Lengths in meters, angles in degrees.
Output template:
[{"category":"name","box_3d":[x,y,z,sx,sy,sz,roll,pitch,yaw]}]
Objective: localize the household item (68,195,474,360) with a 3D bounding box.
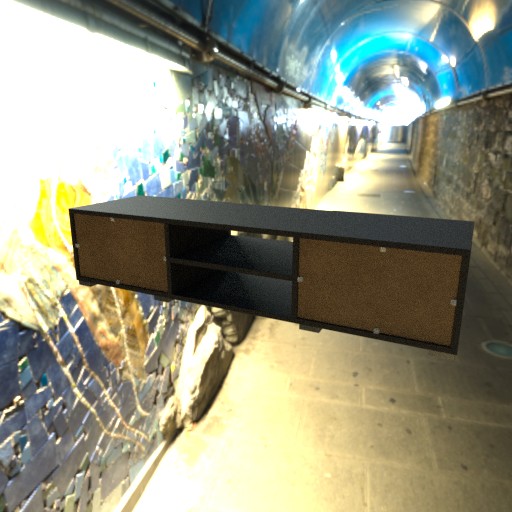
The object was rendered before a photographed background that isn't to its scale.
[{"category":"household item","box_3d":[0.000,0.000,1.622,1.400,0.310,0.420,8,17,25]}]
